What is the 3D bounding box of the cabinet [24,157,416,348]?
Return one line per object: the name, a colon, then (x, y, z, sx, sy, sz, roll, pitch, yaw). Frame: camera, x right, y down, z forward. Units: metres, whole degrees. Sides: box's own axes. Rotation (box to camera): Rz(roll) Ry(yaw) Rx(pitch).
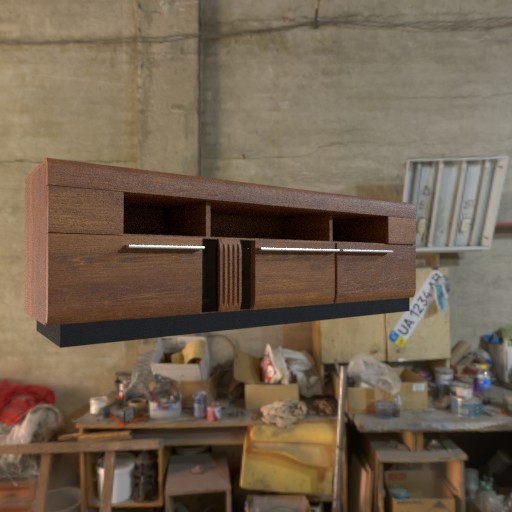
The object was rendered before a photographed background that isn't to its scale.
cabinet: (0.000, 0.000, 1.774, 1.600, 0.510, 0.419, 1, -1, -35)
